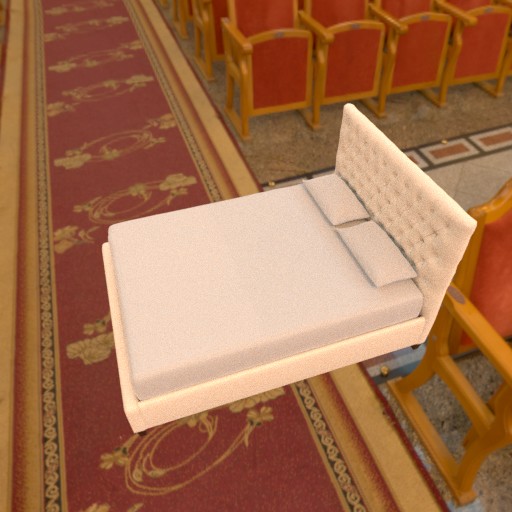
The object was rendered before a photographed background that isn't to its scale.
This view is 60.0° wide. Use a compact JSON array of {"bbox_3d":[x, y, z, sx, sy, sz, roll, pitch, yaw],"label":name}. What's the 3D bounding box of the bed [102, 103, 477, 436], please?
[{"bbox_3d":[0.000,0.000,3.519,2.387,1.427,1.698,-14,47,-13],"label":"bed"}]
